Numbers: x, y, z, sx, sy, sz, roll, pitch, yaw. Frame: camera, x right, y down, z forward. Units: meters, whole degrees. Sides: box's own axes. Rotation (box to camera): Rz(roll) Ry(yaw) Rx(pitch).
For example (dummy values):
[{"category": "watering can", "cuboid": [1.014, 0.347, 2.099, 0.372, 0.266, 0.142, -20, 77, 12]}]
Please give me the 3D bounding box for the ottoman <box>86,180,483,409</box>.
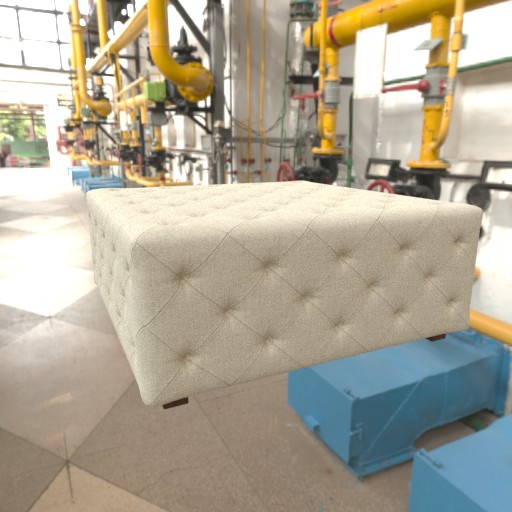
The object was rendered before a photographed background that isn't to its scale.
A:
[{"category": "ottoman", "cuboid": [0.000, 0.000, 1.587, 1.028, 0.439, 1.028, -7, 16, -25]}]
